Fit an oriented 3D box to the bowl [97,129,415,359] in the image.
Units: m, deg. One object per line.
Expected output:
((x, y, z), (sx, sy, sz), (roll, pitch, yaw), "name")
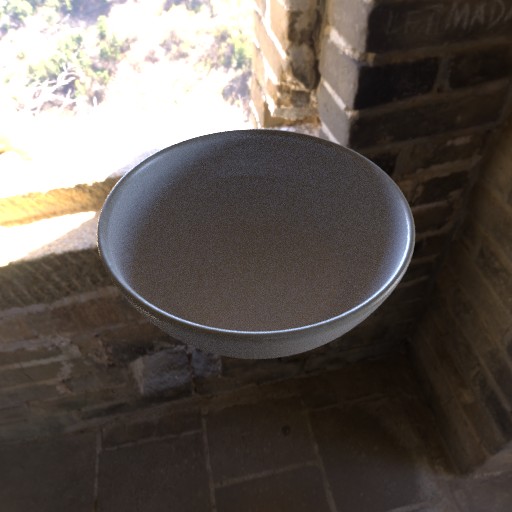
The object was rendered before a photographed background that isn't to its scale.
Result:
((0.000, 0.000, 0.426), (0.268, 0.121, 0.268), (0, 46, 0), "bowl")
